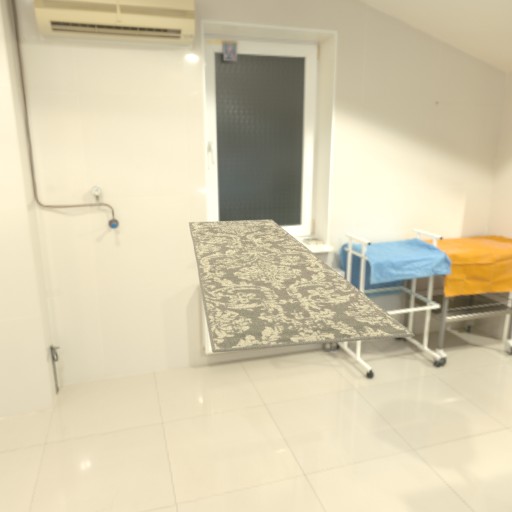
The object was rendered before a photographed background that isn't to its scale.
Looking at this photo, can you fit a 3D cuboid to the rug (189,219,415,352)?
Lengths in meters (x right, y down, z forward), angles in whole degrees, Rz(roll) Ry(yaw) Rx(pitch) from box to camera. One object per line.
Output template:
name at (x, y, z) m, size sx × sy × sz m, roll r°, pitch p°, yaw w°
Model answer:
rug at (0.000, 0.000, 2.435) m, size 0.662 × 0.011 × 2.196 m, roll -3°, pitch 15°, yaw -10°
